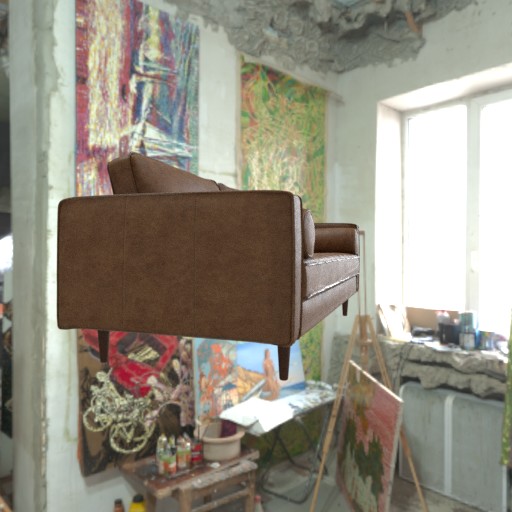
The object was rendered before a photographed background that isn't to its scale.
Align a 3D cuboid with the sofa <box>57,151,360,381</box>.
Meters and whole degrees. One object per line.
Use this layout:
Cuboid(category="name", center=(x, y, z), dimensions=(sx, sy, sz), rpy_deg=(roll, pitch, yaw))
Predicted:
Cuboid(category="sofa", center=(0.000, 0.000, 2.373), dimensions=(0.924, 0.825, 1.920), rpy_deg=(0, 1, 19))
